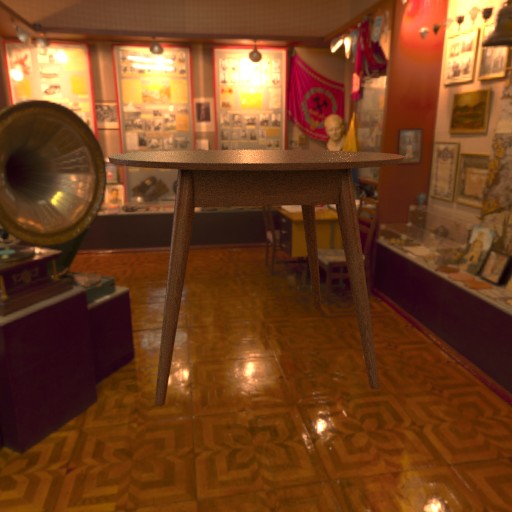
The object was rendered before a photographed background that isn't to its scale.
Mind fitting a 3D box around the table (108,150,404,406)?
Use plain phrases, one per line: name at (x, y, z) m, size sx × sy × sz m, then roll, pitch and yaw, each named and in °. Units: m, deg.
table at (0.000, 0.000, 1.760) m, size 1.053 × 0.786 × 1.053 m, roll 0°, pitch 15°, yaw 0°
